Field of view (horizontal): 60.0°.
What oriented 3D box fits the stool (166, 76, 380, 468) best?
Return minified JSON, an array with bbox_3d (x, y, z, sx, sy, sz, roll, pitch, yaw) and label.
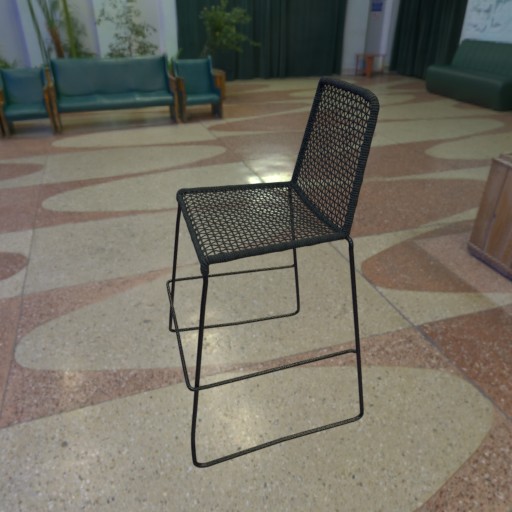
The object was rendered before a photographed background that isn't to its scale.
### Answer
[{"bbox_3d":[0.000,0.000,1.249,0.509,0.905,0.590,-8,31,-14],"label":"stool"}]
